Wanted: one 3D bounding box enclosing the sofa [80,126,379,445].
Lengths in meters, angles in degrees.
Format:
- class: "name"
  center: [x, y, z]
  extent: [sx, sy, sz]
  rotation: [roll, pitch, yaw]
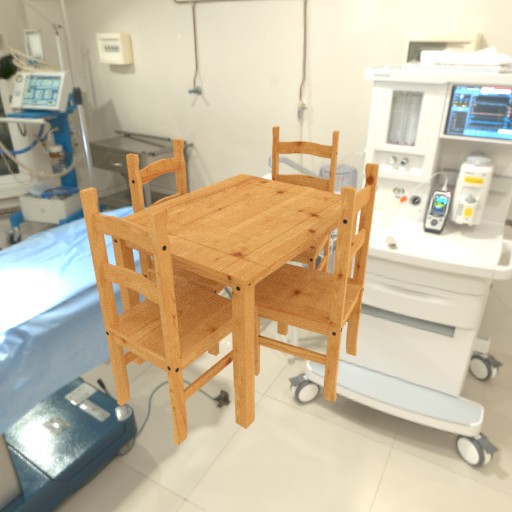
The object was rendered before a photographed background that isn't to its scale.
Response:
- class: "sofa"
  center: [0.000, 0.000, 2.212]
  extent: [1.144, 1.000, 1.529]
  rotation: [18, 32, 32]
